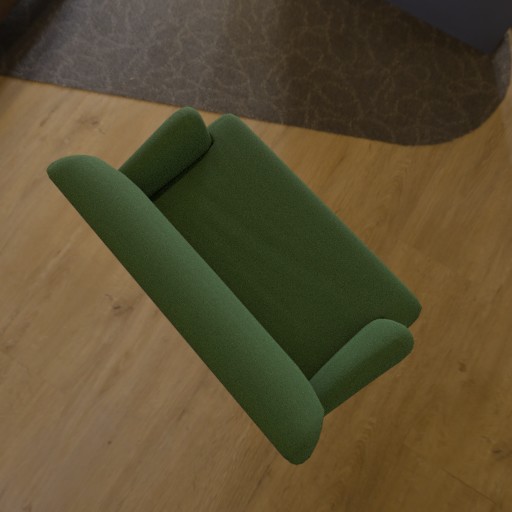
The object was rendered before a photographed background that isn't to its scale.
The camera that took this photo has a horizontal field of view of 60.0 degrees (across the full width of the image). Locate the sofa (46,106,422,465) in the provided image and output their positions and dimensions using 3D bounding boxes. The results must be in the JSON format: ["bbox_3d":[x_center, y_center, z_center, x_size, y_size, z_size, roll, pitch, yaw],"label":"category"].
[{"bbox_3d":[0.000,0.000,1.762,0.779,0.889,1.297,-41,79,-10],"label":"sofa"}]
